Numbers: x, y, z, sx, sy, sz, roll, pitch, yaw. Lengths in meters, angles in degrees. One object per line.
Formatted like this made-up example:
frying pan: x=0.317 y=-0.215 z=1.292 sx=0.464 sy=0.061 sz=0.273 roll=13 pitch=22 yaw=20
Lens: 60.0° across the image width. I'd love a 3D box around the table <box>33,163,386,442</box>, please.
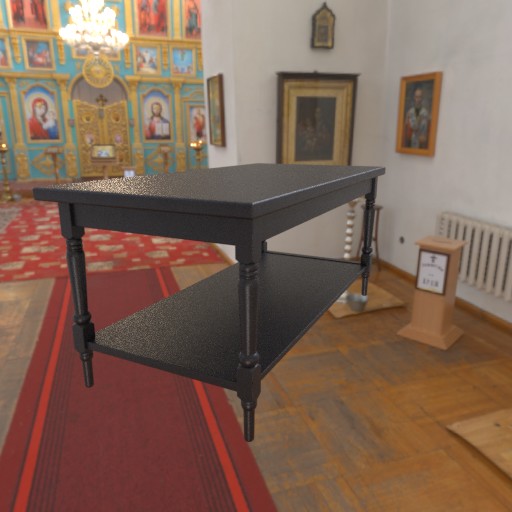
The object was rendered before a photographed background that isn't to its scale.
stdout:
table: x=0.000 y=0.000 z=1.402 sx=0.550 sy=0.510 sz=1.107 roll=7 pitch=17 yaw=26
